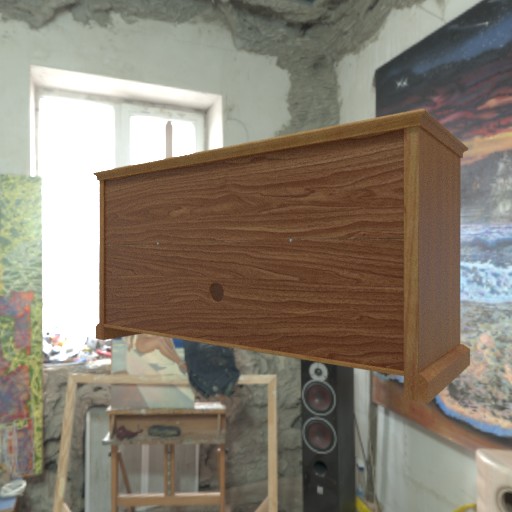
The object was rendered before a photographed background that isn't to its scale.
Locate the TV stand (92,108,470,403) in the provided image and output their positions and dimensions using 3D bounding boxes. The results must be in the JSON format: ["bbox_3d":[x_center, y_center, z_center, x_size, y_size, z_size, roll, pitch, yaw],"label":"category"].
[{"bbox_3d":[0.000,0.000,1.425,1.181,0.607,0.417,0,0,37],"label":"TV stand"}]
